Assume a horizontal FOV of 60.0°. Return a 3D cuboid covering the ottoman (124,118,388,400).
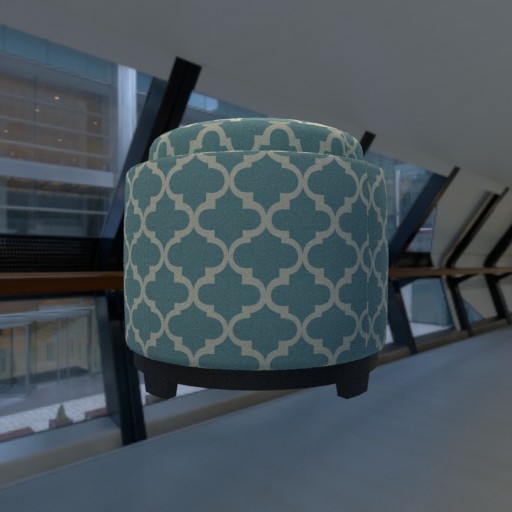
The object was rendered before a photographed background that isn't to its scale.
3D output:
[{"bbox_3d":[0.000,0.000,0.839,0.480,0.429,0.480,0,0,0],"label":"ottoman"}]
